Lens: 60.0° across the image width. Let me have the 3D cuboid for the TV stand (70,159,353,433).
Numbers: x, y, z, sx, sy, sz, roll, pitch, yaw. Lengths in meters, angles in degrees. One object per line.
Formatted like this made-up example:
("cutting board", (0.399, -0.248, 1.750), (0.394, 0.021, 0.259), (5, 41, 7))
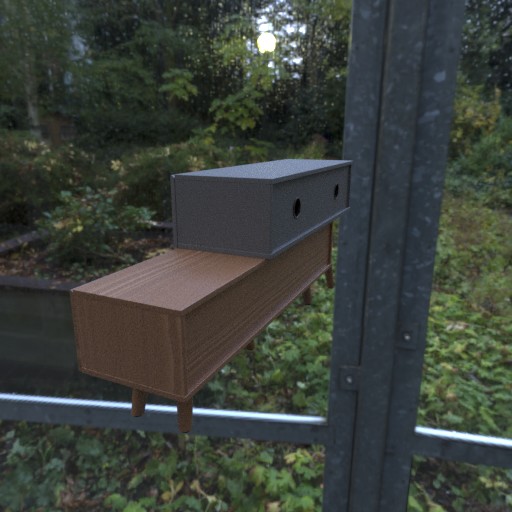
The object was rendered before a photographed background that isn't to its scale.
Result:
("TV stand", (0.000, 0.000, 1.547), (0.329, 0.591, 1.336), (7, 17, 24))
